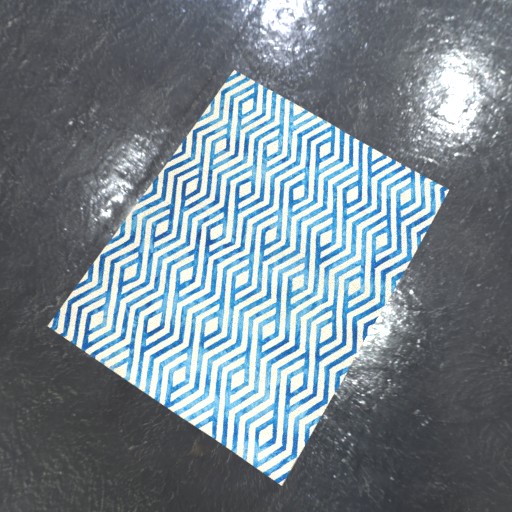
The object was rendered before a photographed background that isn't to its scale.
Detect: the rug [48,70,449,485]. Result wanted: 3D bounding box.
[{"bbox_3d":[0.000,0.000,4.083,2.453,0.008,3.059,32,79,7],"label":"rug"}]
